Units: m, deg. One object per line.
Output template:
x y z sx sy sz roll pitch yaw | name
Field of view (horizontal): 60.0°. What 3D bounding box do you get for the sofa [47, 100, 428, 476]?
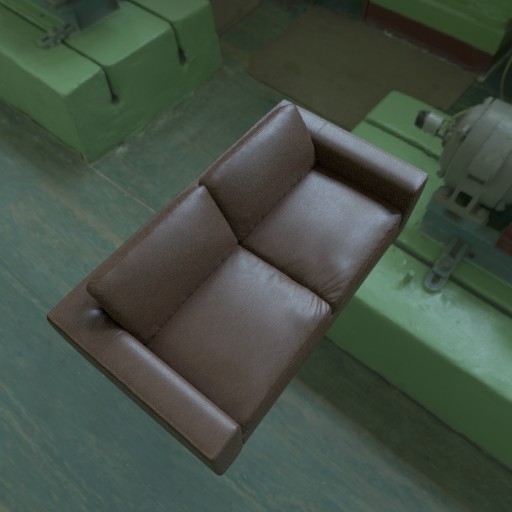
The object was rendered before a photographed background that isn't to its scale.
0.000 0.000 2.441 1.070 0.800 1.920 34 65 18 | sofa
